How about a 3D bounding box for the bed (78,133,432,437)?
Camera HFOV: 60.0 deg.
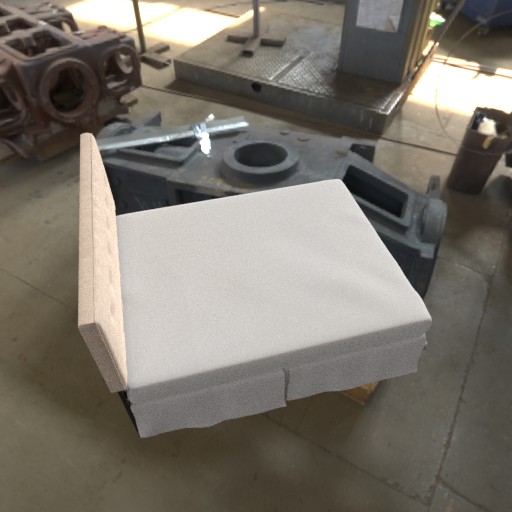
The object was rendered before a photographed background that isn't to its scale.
[{"bbox_3d":[0.000,0.000,3.026,1.978,1.270,1.643,-11,47,-10],"label":"bed"}]
